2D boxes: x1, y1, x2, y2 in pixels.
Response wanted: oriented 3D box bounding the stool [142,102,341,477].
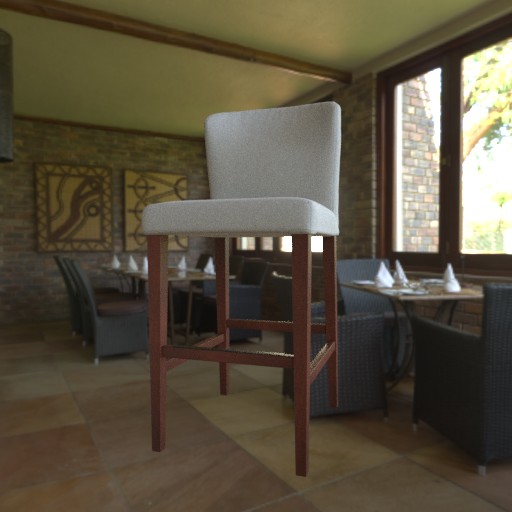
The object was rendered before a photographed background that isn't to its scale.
[{"bbox_3d":[0.000,0.000,1.384,0.479,1.069,0.568,0,1,19],"label":"stool"}]
